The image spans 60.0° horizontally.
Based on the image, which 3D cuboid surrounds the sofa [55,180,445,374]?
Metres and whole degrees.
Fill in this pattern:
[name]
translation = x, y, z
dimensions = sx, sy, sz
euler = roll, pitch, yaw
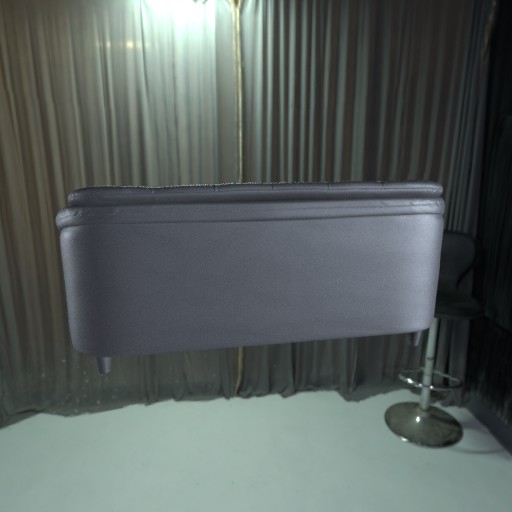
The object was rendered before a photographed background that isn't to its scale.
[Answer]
[sofa]
translation = 0.000, 0.000, 2.265
dimensions = 1.829, 0.811, 0.800
euler = -3, 15, -10
